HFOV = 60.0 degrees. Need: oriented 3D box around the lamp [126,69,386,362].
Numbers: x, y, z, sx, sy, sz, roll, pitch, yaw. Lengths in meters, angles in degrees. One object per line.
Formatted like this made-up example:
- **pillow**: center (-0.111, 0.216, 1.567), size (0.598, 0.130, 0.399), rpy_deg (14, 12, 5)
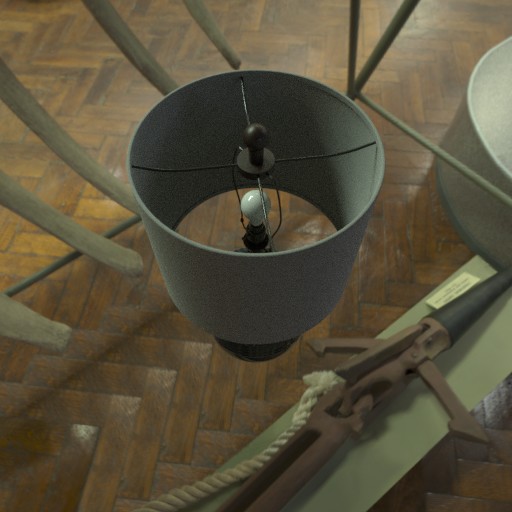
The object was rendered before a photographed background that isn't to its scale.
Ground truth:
- **lamp**: center (0.000, 0.000, 0.759), size (0.318, 0.567, 0.318), rpy_deg (0, 58, 0)
